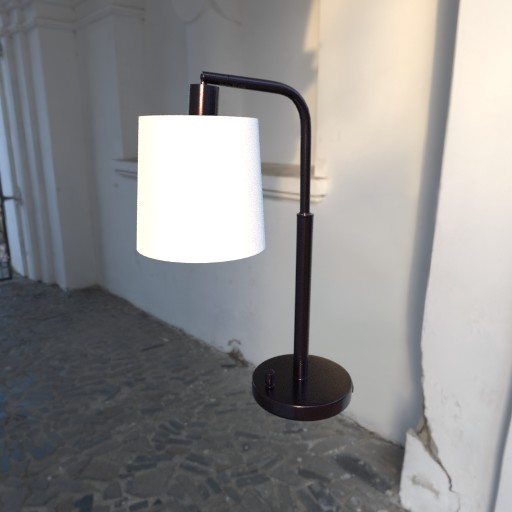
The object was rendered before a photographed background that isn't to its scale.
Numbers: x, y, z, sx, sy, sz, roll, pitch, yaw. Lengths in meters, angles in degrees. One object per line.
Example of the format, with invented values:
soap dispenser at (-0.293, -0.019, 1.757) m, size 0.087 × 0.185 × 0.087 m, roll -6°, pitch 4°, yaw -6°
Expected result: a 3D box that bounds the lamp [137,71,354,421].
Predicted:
lamp at (0.000, 0.000, 0.640) m, size 0.333 × 0.489 × 0.171 m, roll -7°, pitch 17°, yaw -24°
